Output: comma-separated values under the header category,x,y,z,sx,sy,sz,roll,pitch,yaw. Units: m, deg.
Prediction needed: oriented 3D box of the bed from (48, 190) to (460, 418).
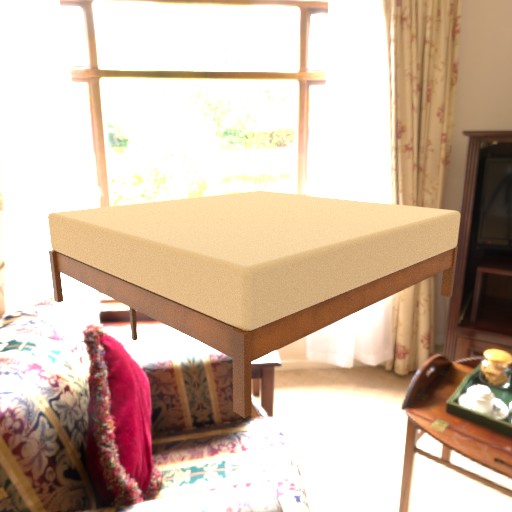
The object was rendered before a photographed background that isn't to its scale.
category,x,y,z,sx,sy,sz,roll,pitch,yaw
bed,0.000,0.000,3.052,1.930,0.616,2.049,14,20,43
